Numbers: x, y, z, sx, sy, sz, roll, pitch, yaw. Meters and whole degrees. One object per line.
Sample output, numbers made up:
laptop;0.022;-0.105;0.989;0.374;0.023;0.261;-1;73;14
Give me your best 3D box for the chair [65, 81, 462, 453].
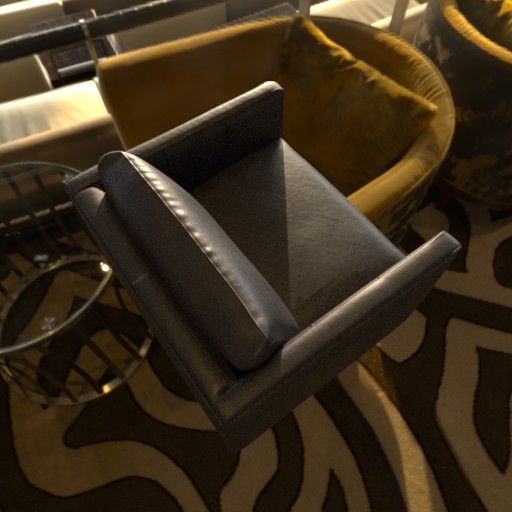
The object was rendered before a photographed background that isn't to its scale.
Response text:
chair;0.000;0.000;1.577;0.862;0.811;0.939;-32;65;-17
